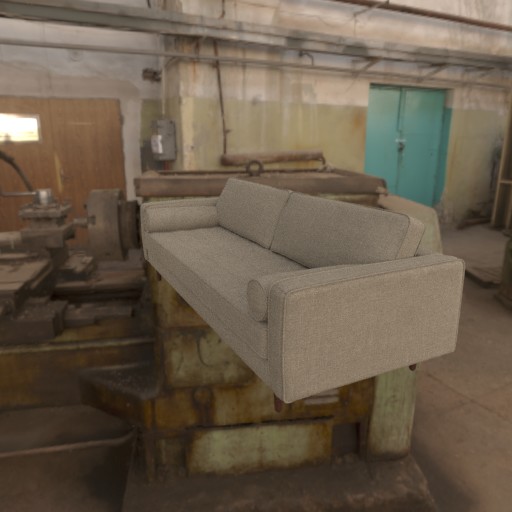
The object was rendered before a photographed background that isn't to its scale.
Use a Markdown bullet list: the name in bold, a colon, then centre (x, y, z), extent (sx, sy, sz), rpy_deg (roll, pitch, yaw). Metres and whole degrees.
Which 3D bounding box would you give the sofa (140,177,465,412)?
- **sofa**: centre (0.000, 0.000, 2.656), extent (0.914, 0.762, 2.211), rpy_deg (-8, 17, -26)
